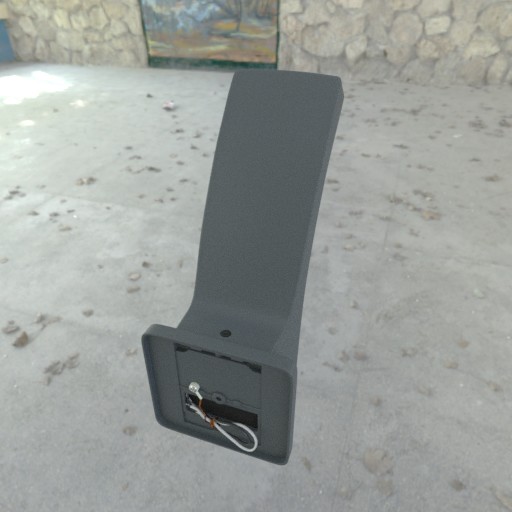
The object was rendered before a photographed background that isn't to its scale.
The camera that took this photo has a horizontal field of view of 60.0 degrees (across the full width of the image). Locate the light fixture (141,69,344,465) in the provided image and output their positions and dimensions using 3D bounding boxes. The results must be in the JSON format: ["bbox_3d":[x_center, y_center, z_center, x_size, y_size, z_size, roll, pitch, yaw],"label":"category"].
[{"bbox_3d":[0.000,0.000,0.337,0.108,0.243,0.174,11,34,17],"label":"light fixture"}]
